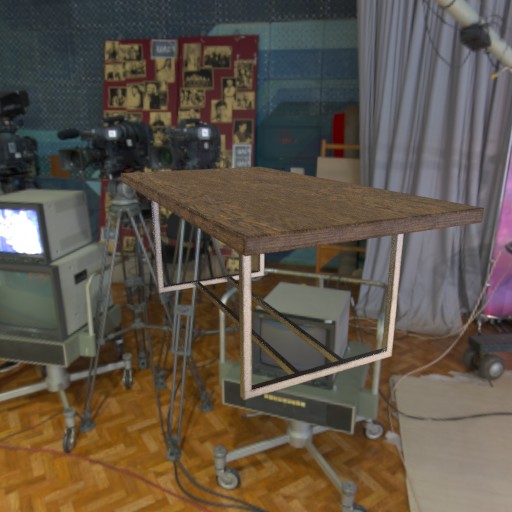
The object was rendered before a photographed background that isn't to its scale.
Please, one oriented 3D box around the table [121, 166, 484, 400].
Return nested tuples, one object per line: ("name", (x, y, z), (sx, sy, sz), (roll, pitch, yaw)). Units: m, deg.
("table", (0.000, 0.000, 2.530), (1.078, 0.795, 1.989), (-8, 19, -25))
